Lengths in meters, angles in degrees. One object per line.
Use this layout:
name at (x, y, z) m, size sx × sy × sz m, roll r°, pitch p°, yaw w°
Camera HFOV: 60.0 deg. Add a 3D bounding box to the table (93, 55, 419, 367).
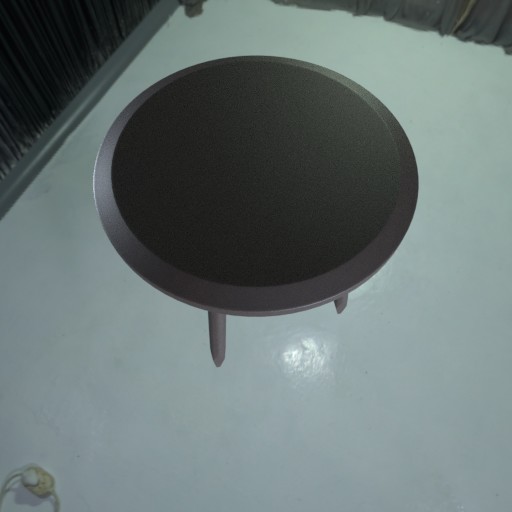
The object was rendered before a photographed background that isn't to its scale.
table at (0.000, 0.000, 0.880) m, size 0.457 × 0.585 × 0.457 m, roll 0°, pitch 61°, yaw 0°
